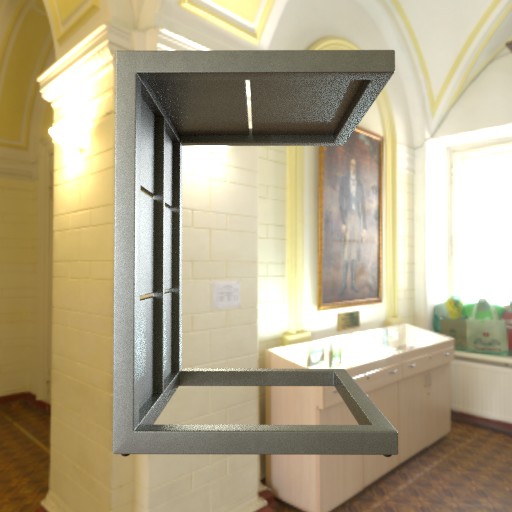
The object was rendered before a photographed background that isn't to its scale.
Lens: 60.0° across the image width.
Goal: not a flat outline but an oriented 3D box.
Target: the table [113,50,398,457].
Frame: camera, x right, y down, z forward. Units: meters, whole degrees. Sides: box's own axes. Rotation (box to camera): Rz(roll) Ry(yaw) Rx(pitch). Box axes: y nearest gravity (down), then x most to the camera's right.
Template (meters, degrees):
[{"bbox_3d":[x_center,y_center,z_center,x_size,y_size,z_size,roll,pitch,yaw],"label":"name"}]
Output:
[{"bbox_3d":[0.000,0.000,0.860,0.420,0.609,0.405,0,-1,0],"label":"table"}]
